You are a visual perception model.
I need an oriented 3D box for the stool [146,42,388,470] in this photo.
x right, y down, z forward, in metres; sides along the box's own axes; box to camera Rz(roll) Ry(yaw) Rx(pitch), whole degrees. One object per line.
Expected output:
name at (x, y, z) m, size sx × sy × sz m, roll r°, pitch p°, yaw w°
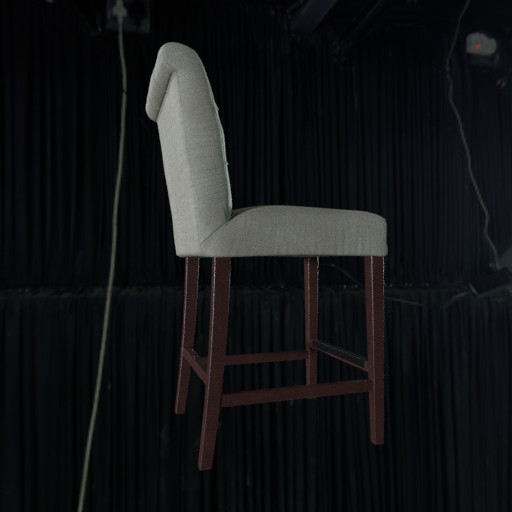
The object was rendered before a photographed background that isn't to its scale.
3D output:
stool at (0.000, 0.000, 1.406) m, size 0.660 × 1.084 × 0.486 m, roll 0°, pitch 0°, yaw -18°
